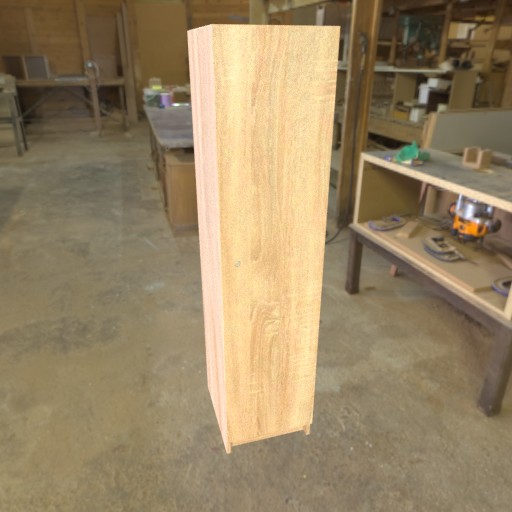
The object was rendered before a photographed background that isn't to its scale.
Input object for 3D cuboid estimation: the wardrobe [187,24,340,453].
[{"bbox_3d":[0.000,0.000,2.319,0.496,2.117,0.588,-7,26,-15],"label":"wardrobe"}]
